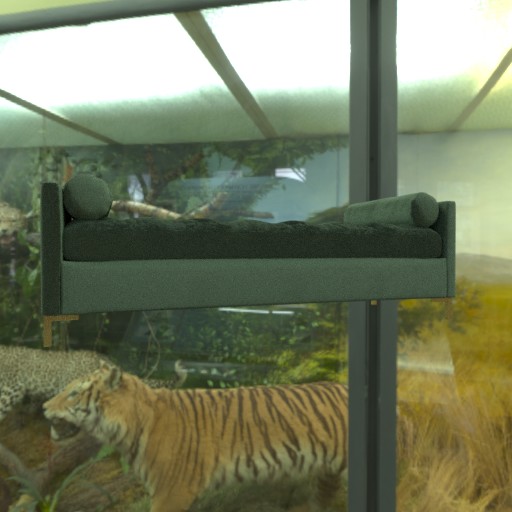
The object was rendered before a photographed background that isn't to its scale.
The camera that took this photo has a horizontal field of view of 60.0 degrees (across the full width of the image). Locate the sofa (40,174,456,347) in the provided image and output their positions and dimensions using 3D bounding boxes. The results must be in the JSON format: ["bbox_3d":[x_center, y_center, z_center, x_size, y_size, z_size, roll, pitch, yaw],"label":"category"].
[{"bbox_3d":[0.000,0.000,2.453,2.102,0.705,0.796,0,1,-20],"label":"sofa"}]
